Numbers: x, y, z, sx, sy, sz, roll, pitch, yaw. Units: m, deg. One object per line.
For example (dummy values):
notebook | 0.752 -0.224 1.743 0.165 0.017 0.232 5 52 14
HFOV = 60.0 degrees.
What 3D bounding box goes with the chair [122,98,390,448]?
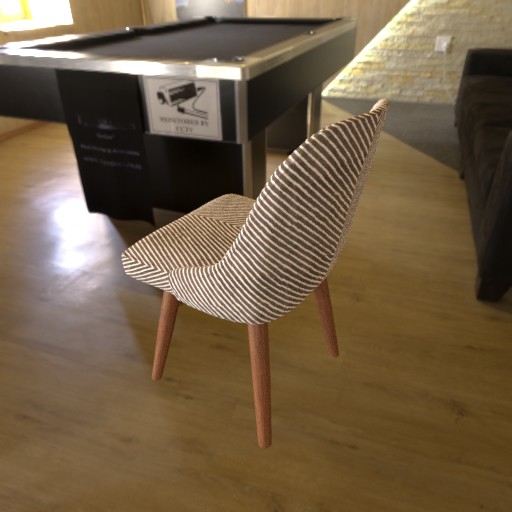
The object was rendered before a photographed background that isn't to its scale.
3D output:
chair | 0.000 0.000 1.238 0.591 0.883 0.504 21 38 29
